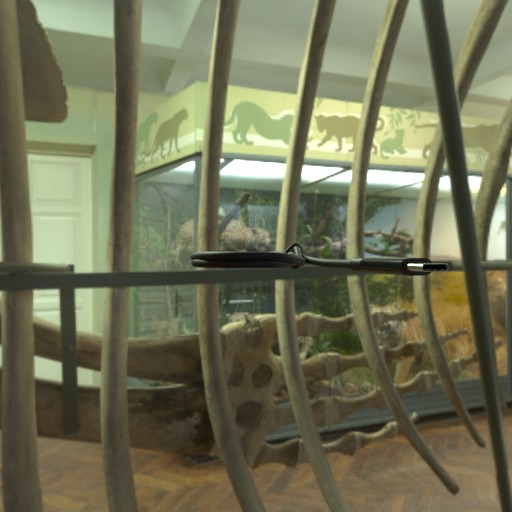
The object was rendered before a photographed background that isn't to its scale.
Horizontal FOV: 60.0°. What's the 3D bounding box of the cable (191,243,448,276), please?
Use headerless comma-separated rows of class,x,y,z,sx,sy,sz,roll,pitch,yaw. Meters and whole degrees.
cable,0.000,0.000,0.235,0.070,0.014,0.203,0,0,-20
